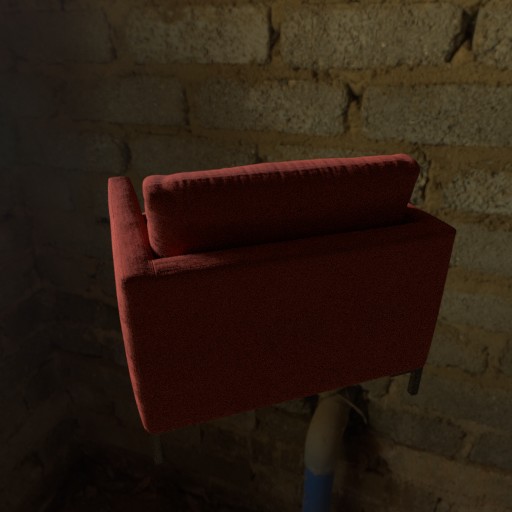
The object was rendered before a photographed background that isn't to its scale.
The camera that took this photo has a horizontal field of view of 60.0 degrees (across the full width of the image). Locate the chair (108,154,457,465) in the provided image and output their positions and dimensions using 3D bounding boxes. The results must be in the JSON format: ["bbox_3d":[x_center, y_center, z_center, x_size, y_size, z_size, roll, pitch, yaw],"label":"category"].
[{"bbox_3d":[0.000,0.000,1.591,0.964,0.812,0.875,-8,28,-16],"label":"chair"}]
